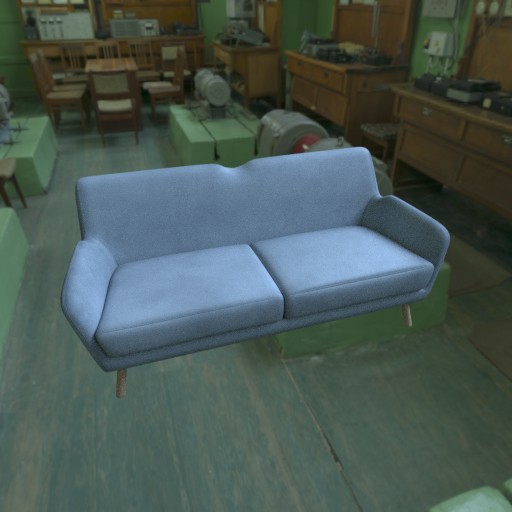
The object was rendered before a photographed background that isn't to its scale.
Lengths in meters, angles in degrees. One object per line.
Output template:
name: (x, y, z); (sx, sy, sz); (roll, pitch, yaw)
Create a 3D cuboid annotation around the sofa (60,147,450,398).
sofa: (0.000, 0.000, 2.363); (1.870, 0.810, 0.850); (-10, 32, -16)
